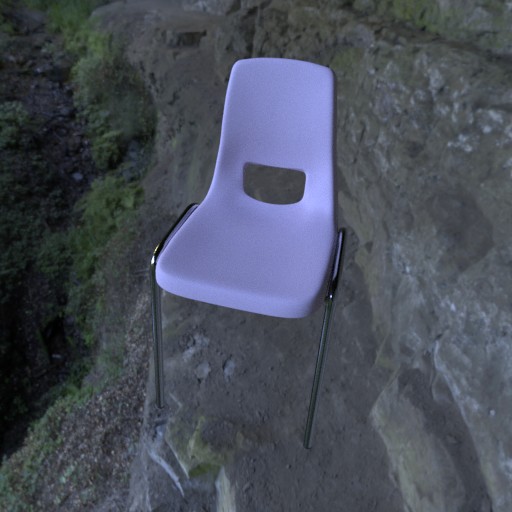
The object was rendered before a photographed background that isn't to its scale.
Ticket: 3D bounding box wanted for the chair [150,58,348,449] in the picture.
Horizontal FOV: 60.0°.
[{"bbox_3d":[0.000,0.000,0.966,0.381,0.704,0.436,10,41,12],"label":"chair"}]
